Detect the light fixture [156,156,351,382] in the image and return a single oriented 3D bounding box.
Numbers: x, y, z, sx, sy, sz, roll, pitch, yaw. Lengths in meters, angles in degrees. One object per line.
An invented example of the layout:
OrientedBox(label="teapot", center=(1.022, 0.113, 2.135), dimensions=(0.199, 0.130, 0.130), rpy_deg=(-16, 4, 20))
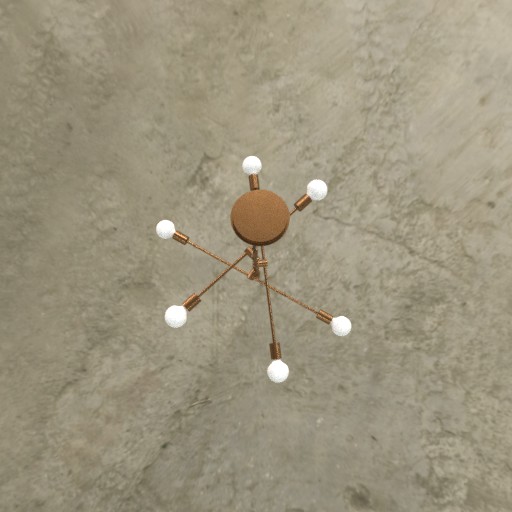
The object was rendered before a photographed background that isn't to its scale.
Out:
OrientedBox(label="light fixture", center=(0.000, 0.000, 1.261), dimensions=(0.637, 0.744, 0.682), rpy_deg=(-31, 79, -7))
